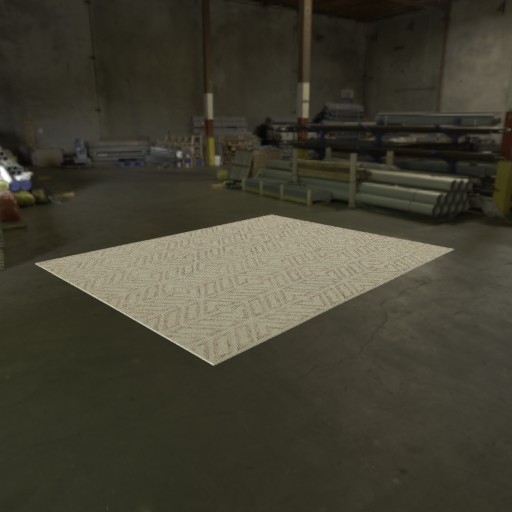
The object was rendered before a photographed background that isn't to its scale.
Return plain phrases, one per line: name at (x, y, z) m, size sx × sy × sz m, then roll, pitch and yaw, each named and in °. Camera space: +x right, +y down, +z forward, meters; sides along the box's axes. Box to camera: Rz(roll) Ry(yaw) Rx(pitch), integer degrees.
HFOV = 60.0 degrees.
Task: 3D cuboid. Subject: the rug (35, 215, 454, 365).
rug at (0.000, 0.000, 4.091) m, size 2.421 × 0.008 × 3.045 m, roll 16°, pitch 23°, yaw 42°
